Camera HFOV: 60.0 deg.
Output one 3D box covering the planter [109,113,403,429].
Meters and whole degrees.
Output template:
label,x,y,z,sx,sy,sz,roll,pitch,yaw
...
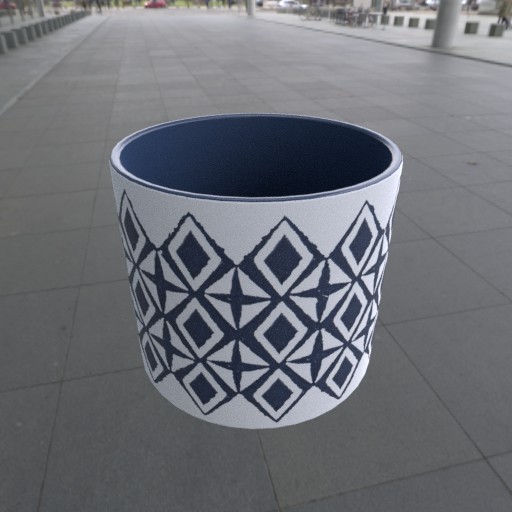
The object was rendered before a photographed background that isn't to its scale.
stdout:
label,x,y,z,sx,sy,sz,roll,pitch,yaw
planter,0.000,0.000,0.399,0.224,0.203,0.224,0,30,0
